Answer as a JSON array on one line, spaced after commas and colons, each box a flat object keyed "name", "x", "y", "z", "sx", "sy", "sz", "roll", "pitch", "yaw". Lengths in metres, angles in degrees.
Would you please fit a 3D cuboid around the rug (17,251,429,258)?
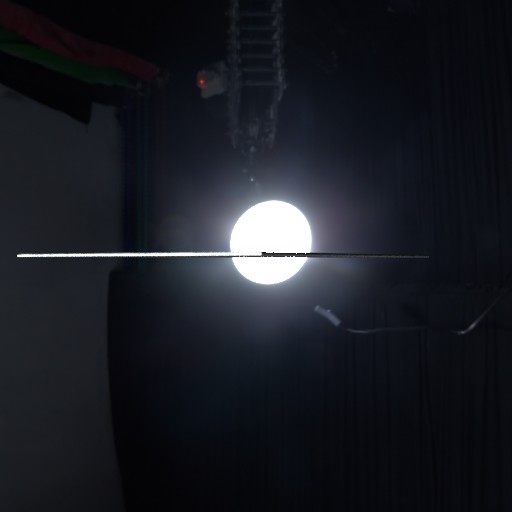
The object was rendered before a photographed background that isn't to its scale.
[{"name": "rug", "x": 0.000, "y": 0.000, "z": 2.819, "sx": 1.586, "sy": 0.014, "sz": 2.197, "roll": 0, "pitch": 0, "yaw": 35}]
